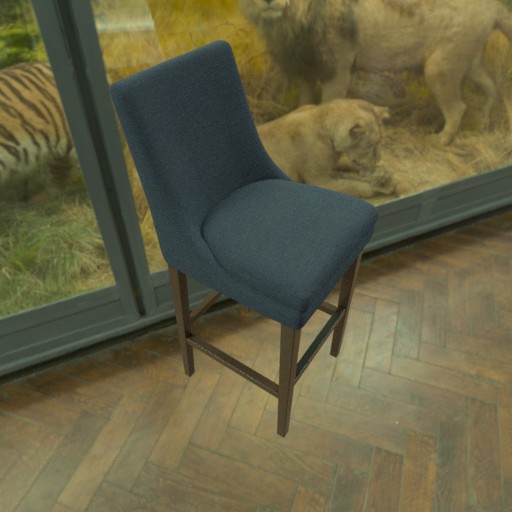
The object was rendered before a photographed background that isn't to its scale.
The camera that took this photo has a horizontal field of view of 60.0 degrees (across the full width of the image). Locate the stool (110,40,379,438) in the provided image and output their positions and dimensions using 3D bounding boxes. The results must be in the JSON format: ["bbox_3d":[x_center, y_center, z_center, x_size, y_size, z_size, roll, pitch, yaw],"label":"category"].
[{"bbox_3d":[0.000,0.000,1.366,0.577,1.078,0.470,24,47,25],"label":"stool"}]
